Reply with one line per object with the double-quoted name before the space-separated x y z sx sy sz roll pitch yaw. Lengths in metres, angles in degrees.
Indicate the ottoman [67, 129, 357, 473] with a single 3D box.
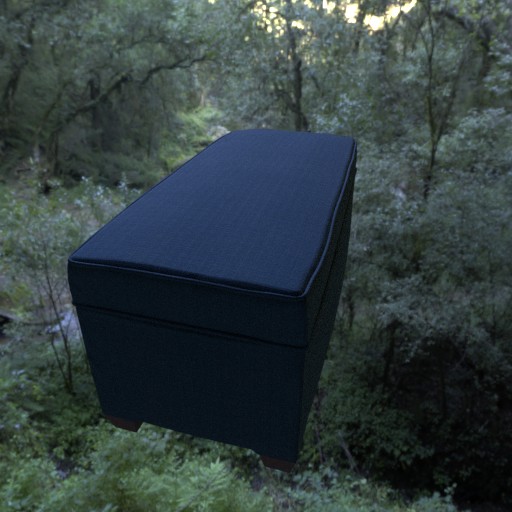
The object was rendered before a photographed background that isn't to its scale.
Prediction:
"ottoman" 0.000 0.000 1.208 0.474 0.474 0.943 8 31 14
